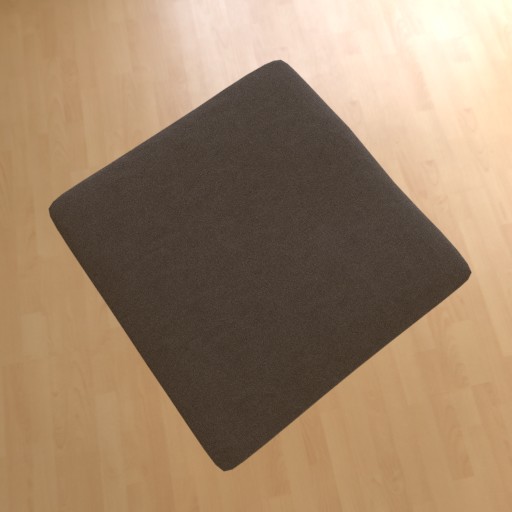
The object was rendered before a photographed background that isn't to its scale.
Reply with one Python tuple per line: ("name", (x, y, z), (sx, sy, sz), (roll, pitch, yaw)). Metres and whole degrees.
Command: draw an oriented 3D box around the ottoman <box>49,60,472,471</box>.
("ottoman", (0.000, 0.000, 1.399), (0.861, 0.482, 0.881), (-36, 78, -9))
